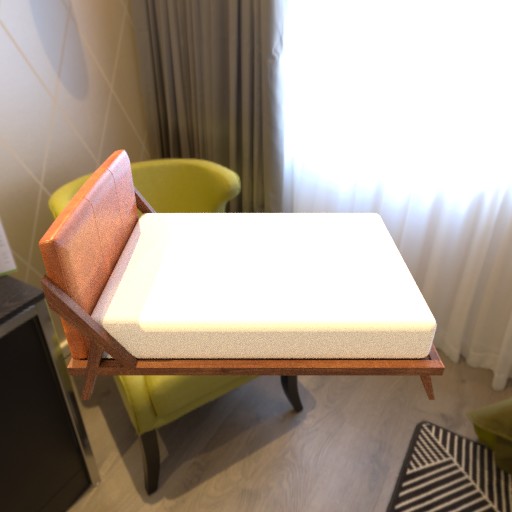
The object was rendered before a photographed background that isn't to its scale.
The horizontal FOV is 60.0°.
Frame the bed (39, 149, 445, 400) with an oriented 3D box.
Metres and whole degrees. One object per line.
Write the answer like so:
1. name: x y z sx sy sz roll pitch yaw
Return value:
1. bed: 0.000 0.000 3.260 2.311 1.168 1.651 0 32 0
